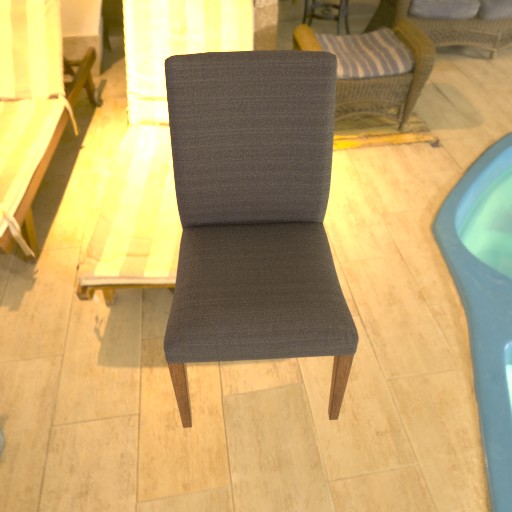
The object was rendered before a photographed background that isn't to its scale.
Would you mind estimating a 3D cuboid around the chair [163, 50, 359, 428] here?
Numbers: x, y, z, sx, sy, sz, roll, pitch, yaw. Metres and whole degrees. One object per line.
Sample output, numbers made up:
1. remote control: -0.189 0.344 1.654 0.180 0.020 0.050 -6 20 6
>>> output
1. chair: 0.000 0.000 1.271 0.496 0.940 0.585 -2 47 -2
